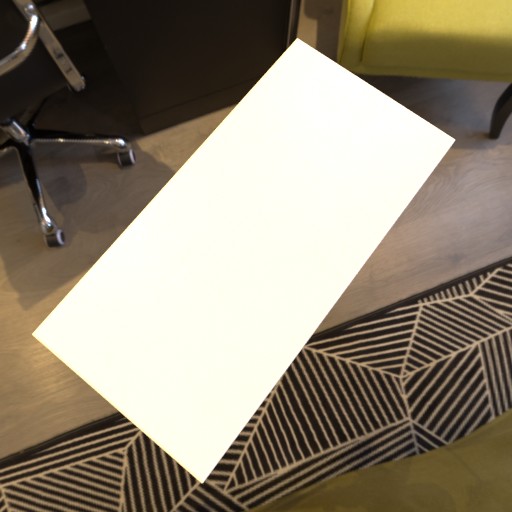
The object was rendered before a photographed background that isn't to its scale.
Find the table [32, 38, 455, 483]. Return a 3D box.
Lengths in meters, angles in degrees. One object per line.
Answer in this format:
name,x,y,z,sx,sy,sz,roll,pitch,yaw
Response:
table,0.000,0.000,1.411,0.550,0.510,1.107,37,78,9
